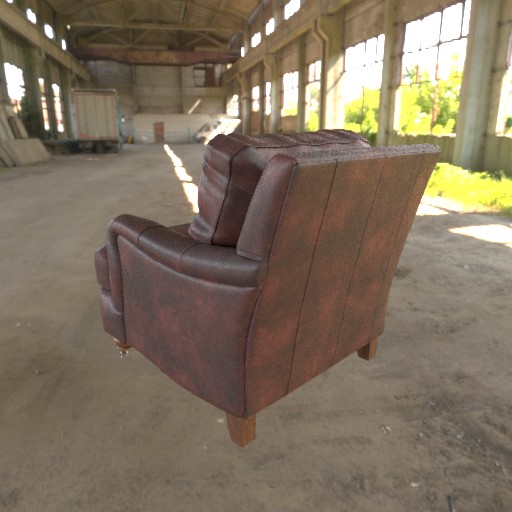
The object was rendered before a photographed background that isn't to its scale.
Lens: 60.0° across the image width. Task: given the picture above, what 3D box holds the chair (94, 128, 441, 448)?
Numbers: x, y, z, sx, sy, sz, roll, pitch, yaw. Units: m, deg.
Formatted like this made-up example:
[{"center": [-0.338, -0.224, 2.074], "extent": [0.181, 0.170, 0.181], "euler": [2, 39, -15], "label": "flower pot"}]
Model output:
[{"center": [0.000, 0.000, 1.910], "extent": [1.156, 1.051, 0.987], "euler": [16, 23, 42], "label": "chair"}]
